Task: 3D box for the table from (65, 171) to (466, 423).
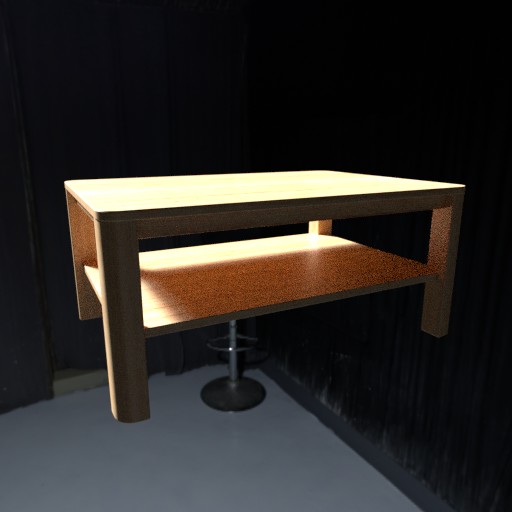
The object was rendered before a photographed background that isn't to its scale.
[{"bbox_3d":[0.000,0.000,1.367,0.997,0.445,0.696,-8,17,-26],"label":"table"}]
